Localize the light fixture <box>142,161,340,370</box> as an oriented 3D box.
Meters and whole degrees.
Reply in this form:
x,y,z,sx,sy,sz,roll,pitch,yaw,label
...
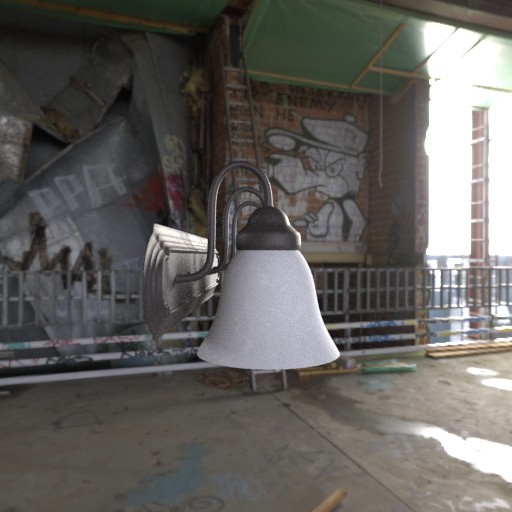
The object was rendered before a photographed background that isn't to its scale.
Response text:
x,y,z,sx,sy,sz,roll,pitch,yaw,label
0.000,0.000,0.709,0.199,0.222,0.610,0,0,1,light fixture
